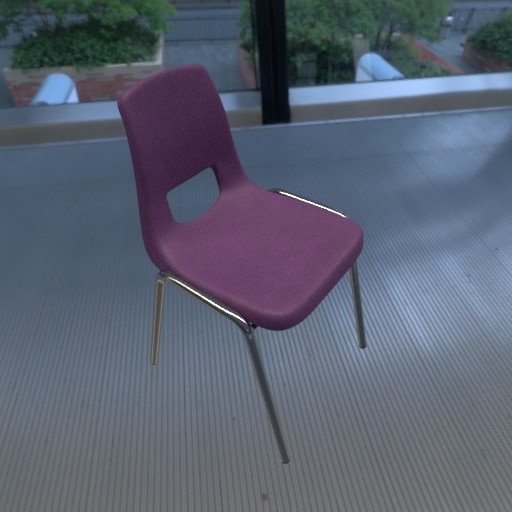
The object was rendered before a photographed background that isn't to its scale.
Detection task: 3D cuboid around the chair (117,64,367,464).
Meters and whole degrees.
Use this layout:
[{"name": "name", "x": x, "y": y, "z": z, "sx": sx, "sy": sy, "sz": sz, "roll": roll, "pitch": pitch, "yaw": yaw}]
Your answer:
[{"name": "chair", "x": 0.000, "y": 0.000, "z": 0.907, "sx": 0.432, "sy": 0.654, "sz": 0.381, "roll": 25, "pitch": 46, "yaw": 27}]
